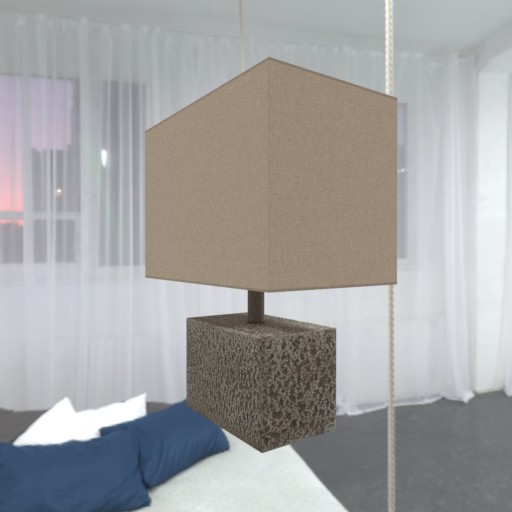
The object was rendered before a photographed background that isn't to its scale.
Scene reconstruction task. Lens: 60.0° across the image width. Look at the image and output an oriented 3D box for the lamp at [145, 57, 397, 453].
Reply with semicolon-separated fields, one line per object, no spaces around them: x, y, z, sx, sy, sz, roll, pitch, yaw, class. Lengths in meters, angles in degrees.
0.000;0.000;0.564;0.180;0.411;0.294;0;0;-35;lamp
